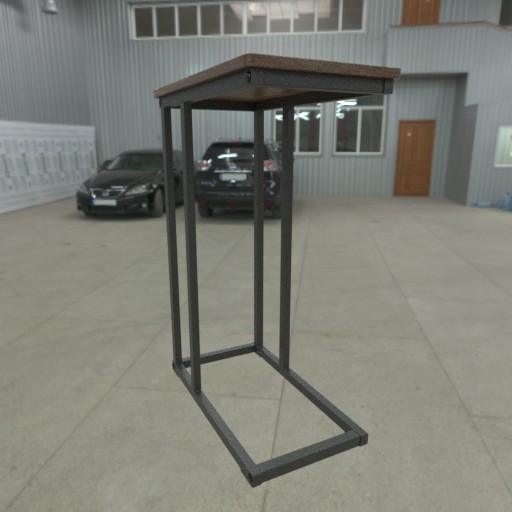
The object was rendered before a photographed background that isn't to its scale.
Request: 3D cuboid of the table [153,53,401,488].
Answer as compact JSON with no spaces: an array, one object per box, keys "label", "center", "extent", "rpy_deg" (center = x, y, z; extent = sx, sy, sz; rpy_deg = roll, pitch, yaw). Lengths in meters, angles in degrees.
[{"label":"table","center":[0.000,0.000,0.862],"extent":[0.254,0.637,0.450],"rpy_deg":[-7,16,-26]}]
